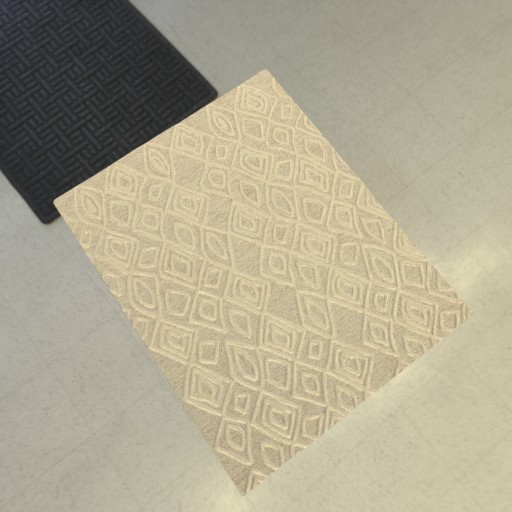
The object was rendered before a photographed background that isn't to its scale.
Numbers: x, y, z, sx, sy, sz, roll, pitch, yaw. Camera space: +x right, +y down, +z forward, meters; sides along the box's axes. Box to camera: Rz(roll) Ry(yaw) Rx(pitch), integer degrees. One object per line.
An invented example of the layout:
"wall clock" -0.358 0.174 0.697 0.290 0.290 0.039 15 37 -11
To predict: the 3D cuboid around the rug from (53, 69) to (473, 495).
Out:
"rug" 0.000 0.000 3.955 2.449 0.025 3.049 -35 78 -9
